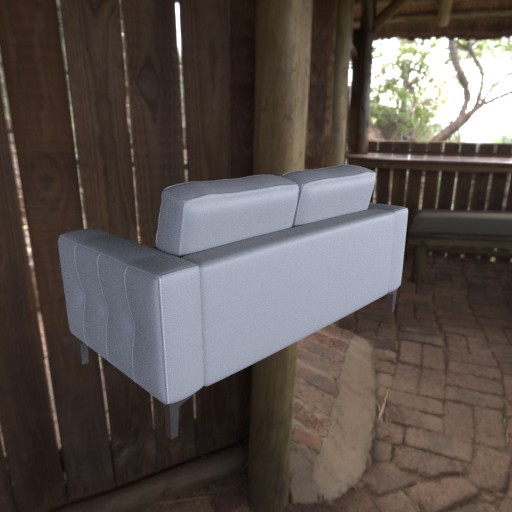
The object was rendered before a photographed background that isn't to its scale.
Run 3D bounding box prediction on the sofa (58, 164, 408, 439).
[{"bbox_3d":[0.000,0.000,2.312,1.726,0.892,0.833,-16,23,-42],"label":"sofa"}]
